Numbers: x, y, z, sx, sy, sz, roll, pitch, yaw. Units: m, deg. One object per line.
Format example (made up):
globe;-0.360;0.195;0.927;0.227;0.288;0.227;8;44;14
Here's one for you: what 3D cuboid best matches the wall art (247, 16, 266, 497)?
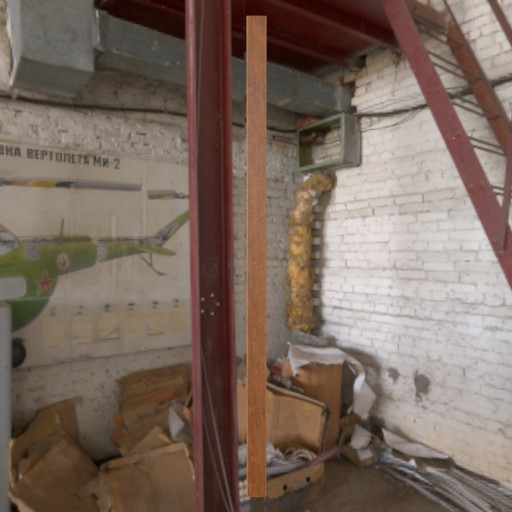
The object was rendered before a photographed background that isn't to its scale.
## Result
wall art;0.000;0.000;1.147;0.037;0.914;0.610;0;1;0
